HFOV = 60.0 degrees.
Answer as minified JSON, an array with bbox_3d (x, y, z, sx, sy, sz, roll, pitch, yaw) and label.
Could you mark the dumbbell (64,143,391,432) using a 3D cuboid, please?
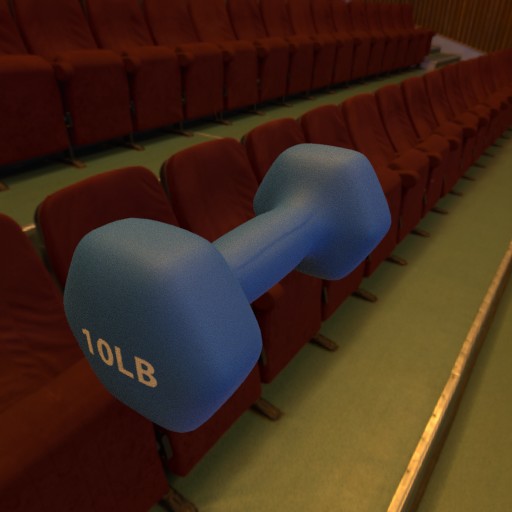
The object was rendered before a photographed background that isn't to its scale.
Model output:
[{"bbox_3d":[0.000,0.000,0.262,0.103,0.093,0.212,18,33,30],"label":"dumbbell"}]
